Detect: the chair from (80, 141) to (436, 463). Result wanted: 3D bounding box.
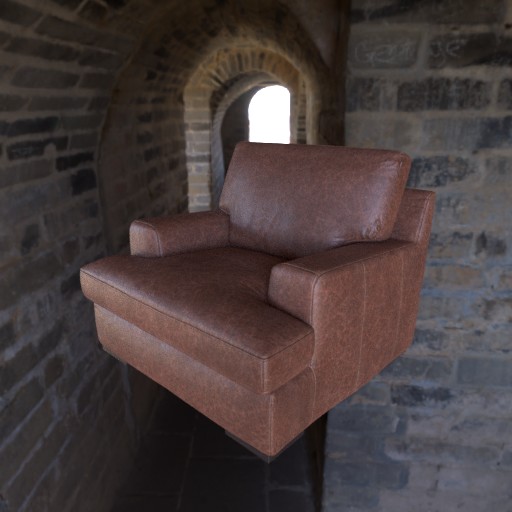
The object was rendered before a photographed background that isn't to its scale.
[{"bbox_3d":[0.000,0.000,1.986,1.168,0.939,1.143,16,24,41],"label":"chair"}]
